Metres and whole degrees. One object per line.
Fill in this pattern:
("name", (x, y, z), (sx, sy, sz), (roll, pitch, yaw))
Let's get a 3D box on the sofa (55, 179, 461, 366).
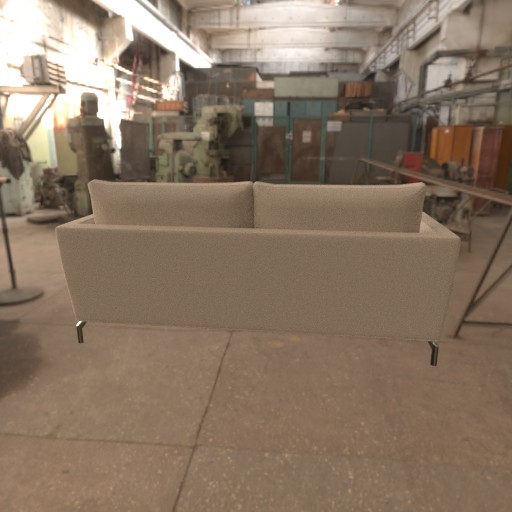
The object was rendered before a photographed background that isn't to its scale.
("sofa", (0.000, 0.000, 2.841), (2.214, 1.005, 0.868), (2, 15, 7))
